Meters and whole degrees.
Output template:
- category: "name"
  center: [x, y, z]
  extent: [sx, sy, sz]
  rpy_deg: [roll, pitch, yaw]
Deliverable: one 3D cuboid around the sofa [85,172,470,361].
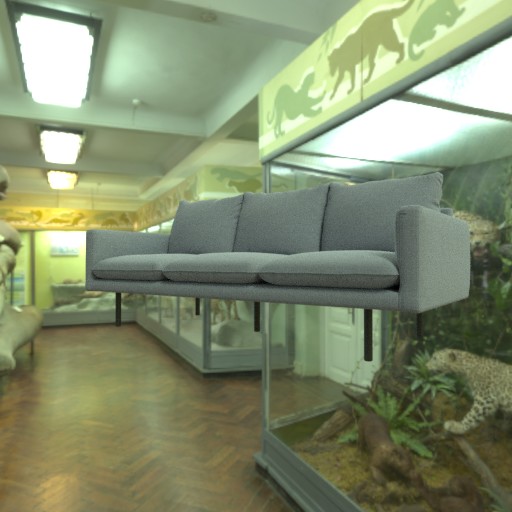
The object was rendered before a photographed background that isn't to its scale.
- category: "sofa"
  center: [0.000, 0.000, 2.432]
  extent: [2.000, 0.830, 0.850]
  rpy_deg: [-1, -1, 36]
